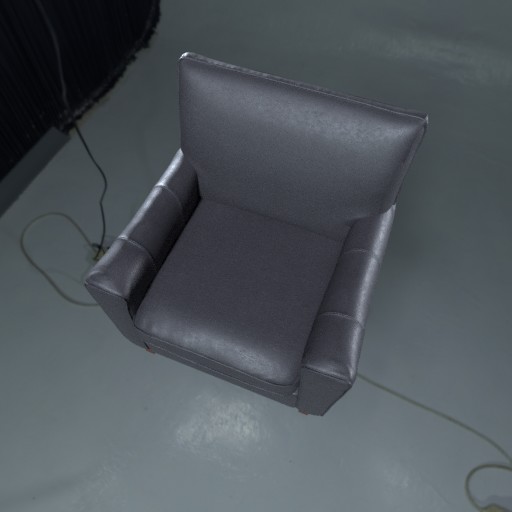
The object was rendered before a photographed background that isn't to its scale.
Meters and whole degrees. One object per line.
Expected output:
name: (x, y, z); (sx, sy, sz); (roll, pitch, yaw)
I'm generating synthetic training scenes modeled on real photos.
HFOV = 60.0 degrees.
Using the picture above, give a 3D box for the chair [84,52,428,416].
chair: (0.000, 0.000, 1.599); (0.870, 0.943, 0.825); (19, 61, 11)
